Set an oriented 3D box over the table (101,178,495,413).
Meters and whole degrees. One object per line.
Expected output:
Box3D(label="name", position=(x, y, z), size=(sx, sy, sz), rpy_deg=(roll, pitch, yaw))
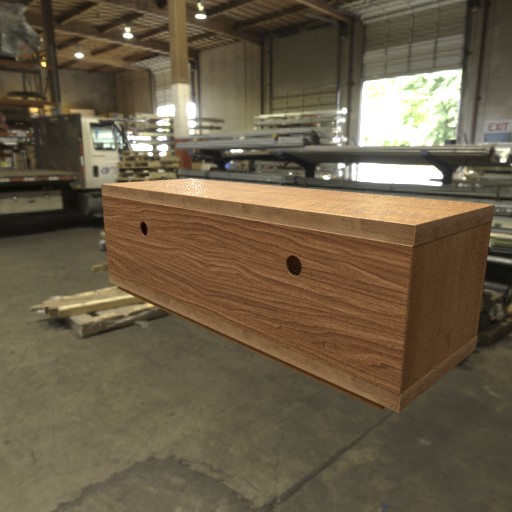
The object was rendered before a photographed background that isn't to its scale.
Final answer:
Box3D(label="table", position=(0.000, 0.000, 1.713), size=(0.499, 0.491, 1.499), rpy_deg=(-13, 19, -43))
